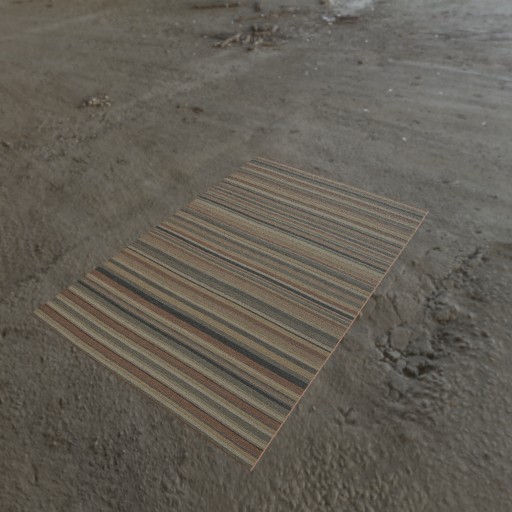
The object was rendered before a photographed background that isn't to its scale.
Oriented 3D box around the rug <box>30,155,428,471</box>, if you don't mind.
[{"bbox_3d":[0.000,0.000,2.302,1.219,0.008,1.829,24,46,26],"label":"rug"}]
